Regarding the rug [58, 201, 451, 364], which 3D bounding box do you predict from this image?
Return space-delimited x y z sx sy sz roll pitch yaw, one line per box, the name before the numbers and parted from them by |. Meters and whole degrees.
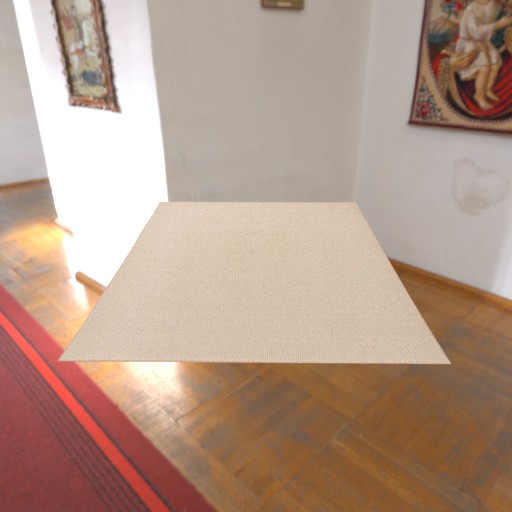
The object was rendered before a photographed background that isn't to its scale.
rug | 0.000 0.000 4.137 2.462 0.018 3.039 0 26 1
